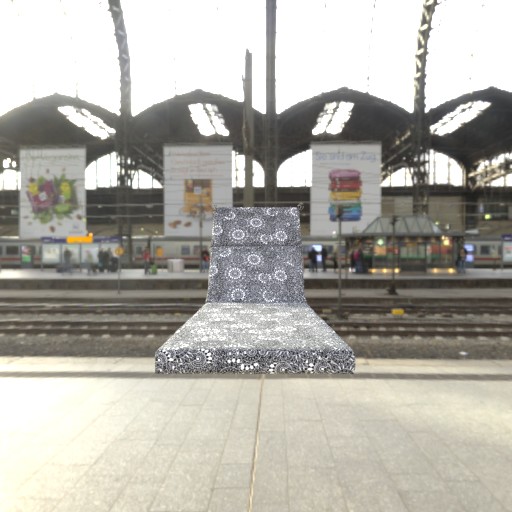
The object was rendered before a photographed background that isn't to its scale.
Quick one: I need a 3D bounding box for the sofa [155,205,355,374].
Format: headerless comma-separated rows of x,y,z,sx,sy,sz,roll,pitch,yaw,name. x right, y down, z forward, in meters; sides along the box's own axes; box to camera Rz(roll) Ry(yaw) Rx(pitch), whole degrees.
0.000,0.000,1.950,0.582,0.622,1.663,0,0,0,sofa
